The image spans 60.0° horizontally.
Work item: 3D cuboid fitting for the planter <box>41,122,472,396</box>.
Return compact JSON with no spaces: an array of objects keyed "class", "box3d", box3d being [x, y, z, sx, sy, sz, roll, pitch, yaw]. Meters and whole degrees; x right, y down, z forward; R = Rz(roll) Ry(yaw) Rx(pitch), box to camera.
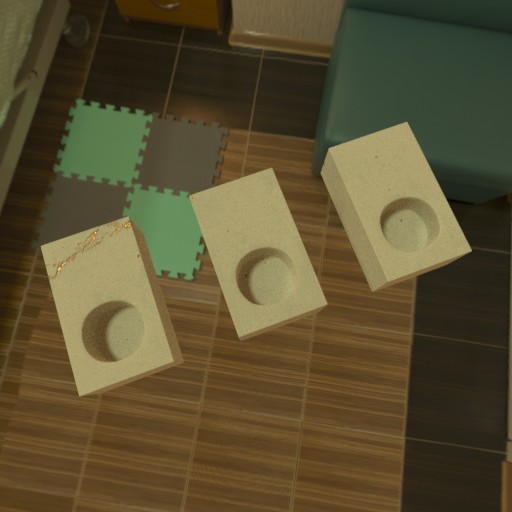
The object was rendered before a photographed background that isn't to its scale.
[{"class":"planter","box3d":[0.000,0.000,0.391,0.333,0.051,0.127,-20,77,-5]}]
